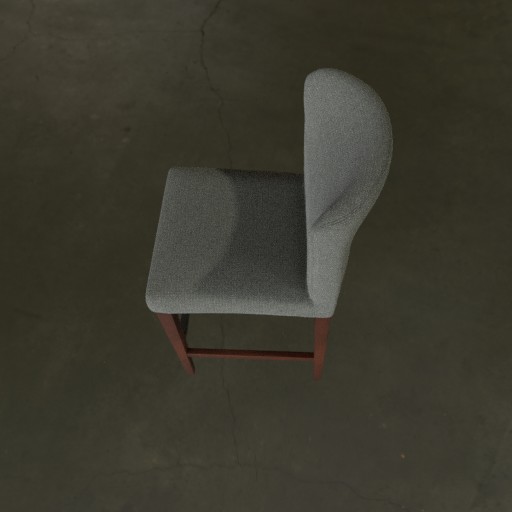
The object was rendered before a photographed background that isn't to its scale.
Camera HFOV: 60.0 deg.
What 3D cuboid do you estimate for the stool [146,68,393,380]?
[{"bbox_3d":[0.000,0.000,1.371,0.568,1.069,0.486,2,58,1],"label":"stool"}]
